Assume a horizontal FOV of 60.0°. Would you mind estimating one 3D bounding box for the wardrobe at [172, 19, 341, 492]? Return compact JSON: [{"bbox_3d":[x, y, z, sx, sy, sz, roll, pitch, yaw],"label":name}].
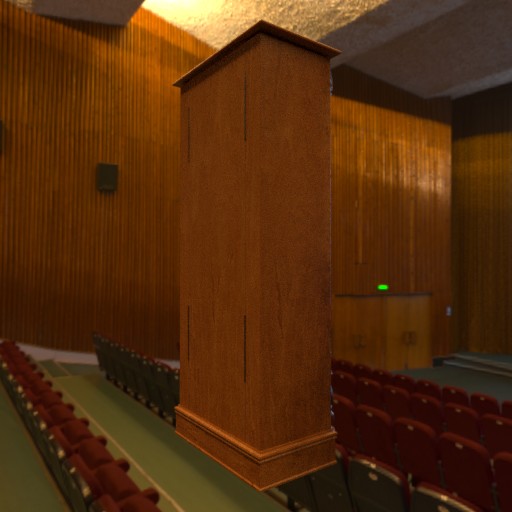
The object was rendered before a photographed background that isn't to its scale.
[{"bbox_3d":[0.000,0.000,1.131,0.273,0.959,0.406,1,-1,-36],"label":"wardrobe"}]
